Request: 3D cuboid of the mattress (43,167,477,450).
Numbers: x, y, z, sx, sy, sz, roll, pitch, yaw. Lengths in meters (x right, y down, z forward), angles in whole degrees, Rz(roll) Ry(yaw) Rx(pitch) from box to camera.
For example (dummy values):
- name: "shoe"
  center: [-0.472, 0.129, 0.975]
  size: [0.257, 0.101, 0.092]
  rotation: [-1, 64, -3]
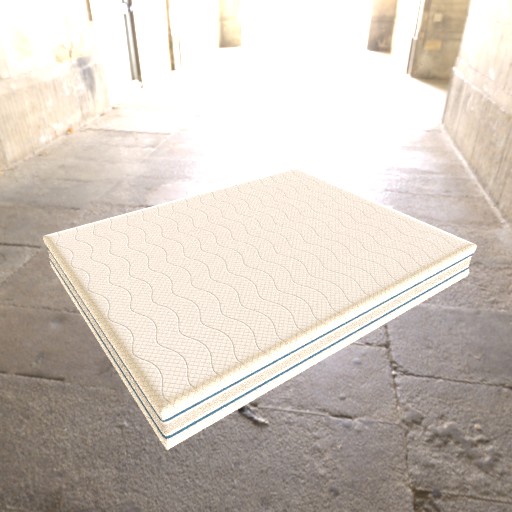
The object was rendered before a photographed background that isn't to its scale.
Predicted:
- name: "mattress"
  center: [0.000, 0.000, 2.658]
  size: [2.000, 0.230, 1.600]
  rotation: [-21, 37, -30]
